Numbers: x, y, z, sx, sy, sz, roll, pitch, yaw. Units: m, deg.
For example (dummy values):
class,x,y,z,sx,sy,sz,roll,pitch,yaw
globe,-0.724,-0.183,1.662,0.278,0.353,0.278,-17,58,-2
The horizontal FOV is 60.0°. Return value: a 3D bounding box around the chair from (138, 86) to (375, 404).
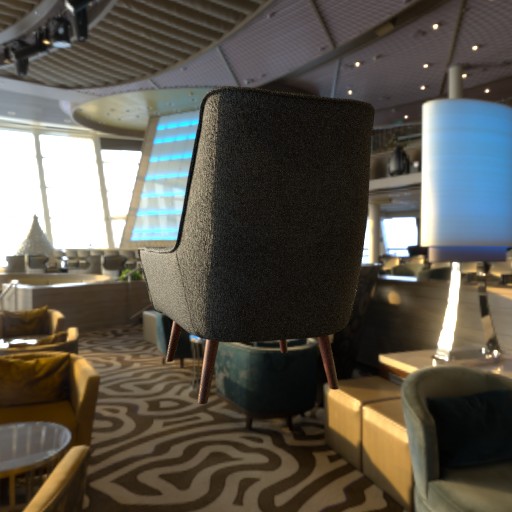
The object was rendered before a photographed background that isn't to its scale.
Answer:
class,x,y,z,sx,sy,sz,roll,pitch,yaw
chair,0.000,0.000,1.559,0.763,0.883,0.859,0,1,-18
